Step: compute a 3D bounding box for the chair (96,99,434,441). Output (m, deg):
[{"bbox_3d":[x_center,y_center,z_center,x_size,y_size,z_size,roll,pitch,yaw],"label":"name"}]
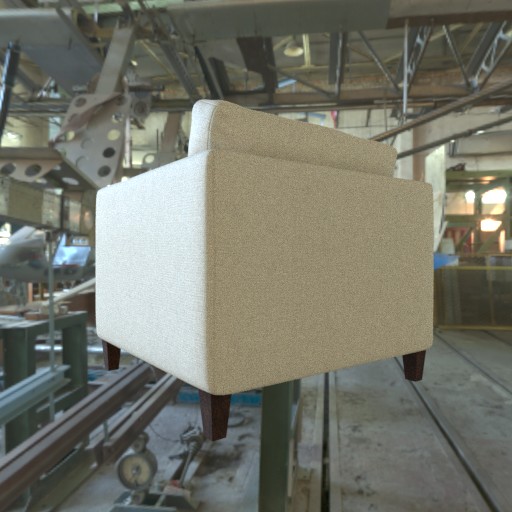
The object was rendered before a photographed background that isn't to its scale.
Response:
[{"bbox_3d":[0.000,0.000,1.730,0.996,0.919,0.959,0,1,-36],"label":"chair"}]
